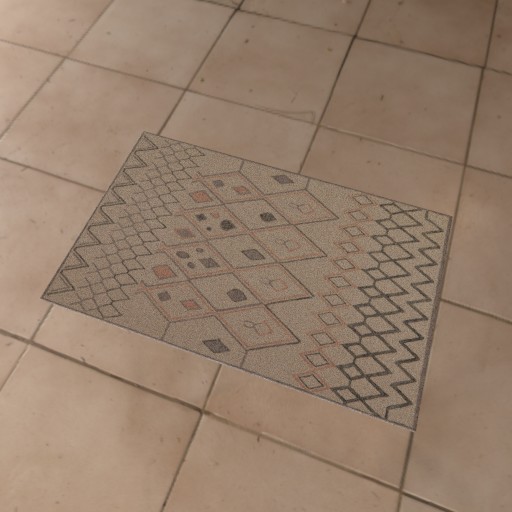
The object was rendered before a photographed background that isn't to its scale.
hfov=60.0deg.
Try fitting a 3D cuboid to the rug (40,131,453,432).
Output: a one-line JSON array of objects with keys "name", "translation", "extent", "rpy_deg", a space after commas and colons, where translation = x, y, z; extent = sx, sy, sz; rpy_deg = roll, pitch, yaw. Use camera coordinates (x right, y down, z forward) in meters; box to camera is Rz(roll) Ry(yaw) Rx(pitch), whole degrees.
[{"name": "rug", "translation": [0.000, 0.000, 3.015], "extent": [2.438, 0.015, 1.524], "rpy_deg": [17, 64, 9]}]
